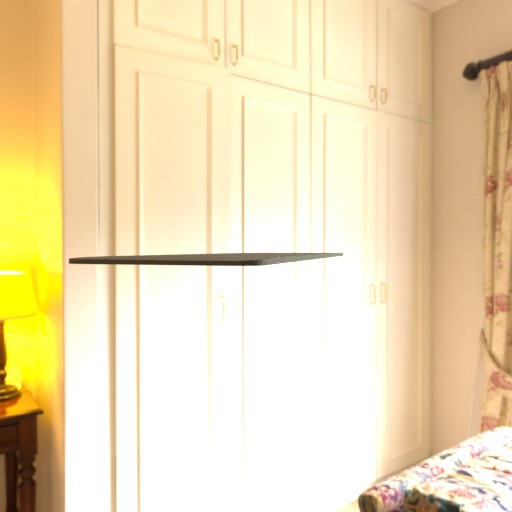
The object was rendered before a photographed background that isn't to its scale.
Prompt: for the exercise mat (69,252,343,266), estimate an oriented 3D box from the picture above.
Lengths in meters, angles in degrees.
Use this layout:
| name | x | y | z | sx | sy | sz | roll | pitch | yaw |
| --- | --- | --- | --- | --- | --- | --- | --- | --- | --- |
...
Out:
| name | x | y | z | sx | sy | sz | roll | pitch | yaw |
| --- | --- | --- | --- | --- | --- | --- | --- | --- | --- |
| exercise mat | 0.000 | 0.000 | 2.089 | 0.616 | 0.021 | 1.869 | 0 | 1 | 18 |
